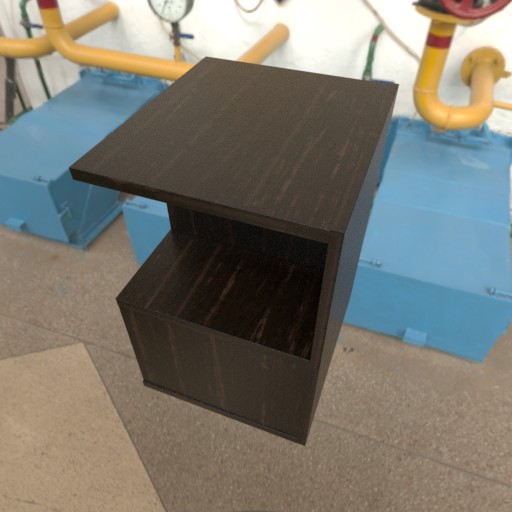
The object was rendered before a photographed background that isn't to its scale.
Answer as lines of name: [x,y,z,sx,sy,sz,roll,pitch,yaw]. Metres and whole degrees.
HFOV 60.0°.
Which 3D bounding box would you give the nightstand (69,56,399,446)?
nightstand: [0.000,0.000,0.843,0.356,0.559,0.400,15,46,15]
